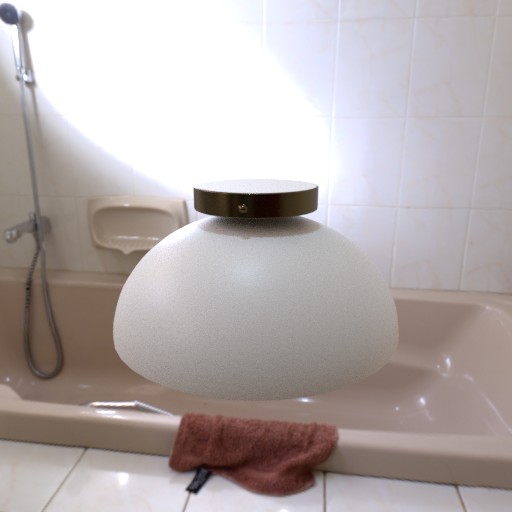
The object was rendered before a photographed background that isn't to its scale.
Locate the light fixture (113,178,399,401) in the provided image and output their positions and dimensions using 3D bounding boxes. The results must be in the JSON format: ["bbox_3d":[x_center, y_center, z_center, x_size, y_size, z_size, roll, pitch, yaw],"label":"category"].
[{"bbox_3d":[0.000,0.000,0.553,0.355,0.177,0.355,0,16,0],"label":"light fixture"}]
